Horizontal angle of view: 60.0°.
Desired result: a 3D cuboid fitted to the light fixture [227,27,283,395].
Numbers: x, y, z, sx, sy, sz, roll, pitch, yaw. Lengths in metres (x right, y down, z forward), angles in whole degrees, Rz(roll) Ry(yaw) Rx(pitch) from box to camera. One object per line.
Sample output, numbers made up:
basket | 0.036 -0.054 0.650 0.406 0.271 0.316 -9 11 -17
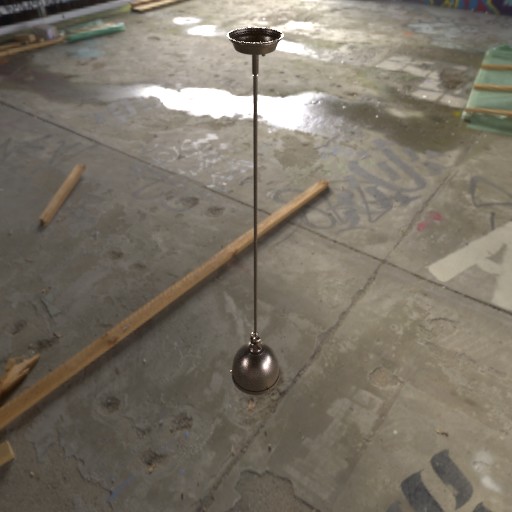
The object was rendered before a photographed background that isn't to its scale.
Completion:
light fixture | 0.000 0.000 1.483 0.211 1.367 0.217 -24 47 -25
